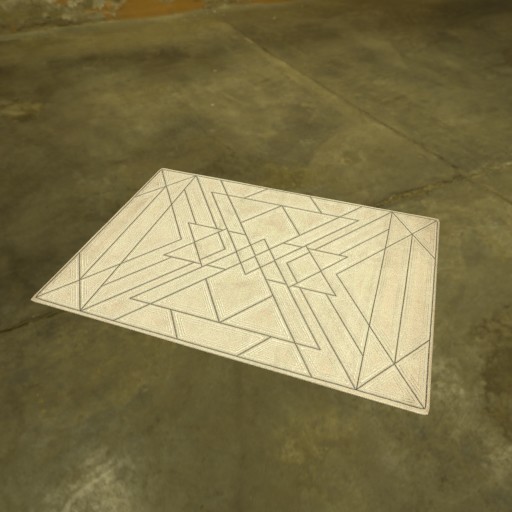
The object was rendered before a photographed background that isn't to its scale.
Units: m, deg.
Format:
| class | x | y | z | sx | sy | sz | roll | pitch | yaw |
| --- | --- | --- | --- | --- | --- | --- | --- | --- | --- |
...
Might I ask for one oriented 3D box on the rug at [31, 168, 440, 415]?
| class | x | y | z | sx | sy | sz | roll | pitch | yaw |
| --- | --- | --- | --- | --- | --- | --- | --- | --- | --- |
| rug | 0.000 | 0.000 | 4.358 | 3.381 | 0.026 | 2.436 | 13 | 43 | 14 |
